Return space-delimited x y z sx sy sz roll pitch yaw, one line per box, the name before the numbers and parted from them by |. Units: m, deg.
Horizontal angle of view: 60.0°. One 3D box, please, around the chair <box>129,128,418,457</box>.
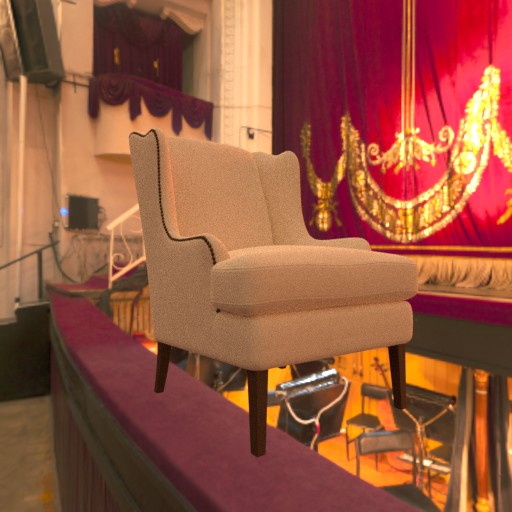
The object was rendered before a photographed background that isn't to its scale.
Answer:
chair | 0.000 0.000 1.673 0.737 1.029 0.940 0 0 -36
